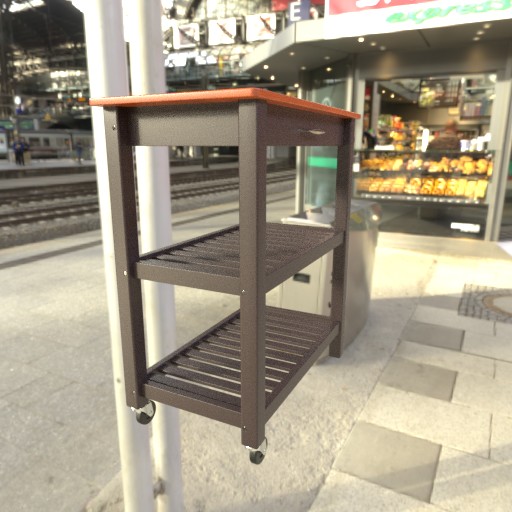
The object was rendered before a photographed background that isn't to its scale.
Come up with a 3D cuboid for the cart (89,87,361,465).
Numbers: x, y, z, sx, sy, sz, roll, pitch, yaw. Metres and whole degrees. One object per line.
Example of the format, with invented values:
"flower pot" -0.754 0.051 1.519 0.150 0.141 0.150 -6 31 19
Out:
"cart" 0.000 0.000 1.466 0.457 0.927 0.899 7 15 26
